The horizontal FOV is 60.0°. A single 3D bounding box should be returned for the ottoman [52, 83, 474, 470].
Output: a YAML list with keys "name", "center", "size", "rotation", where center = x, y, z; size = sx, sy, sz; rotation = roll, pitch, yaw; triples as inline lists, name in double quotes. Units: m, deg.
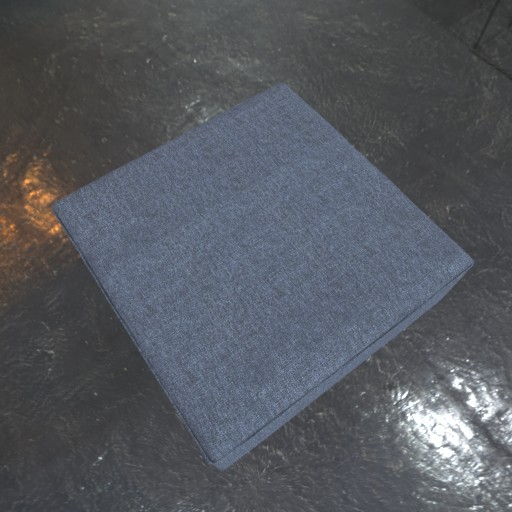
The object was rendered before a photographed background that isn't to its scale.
- name: "ottoman"
  center: [0.000, 0.000, 1.596]
  size: [1.023, 0.423, 1.017]
  rotation: [-32, 67, -15]
